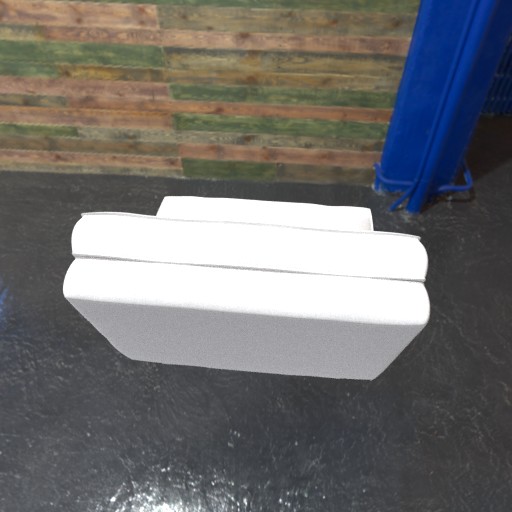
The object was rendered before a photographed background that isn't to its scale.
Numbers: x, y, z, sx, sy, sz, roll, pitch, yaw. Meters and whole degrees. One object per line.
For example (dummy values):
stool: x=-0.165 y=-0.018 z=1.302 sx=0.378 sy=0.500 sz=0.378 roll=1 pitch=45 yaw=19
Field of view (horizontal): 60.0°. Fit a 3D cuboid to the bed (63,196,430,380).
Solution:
bed: x=0.000 y=0.000 z=1.340 sx=0.799 sy=0.614 sz=0.749 roll=4 pitch=47 yaw=4
